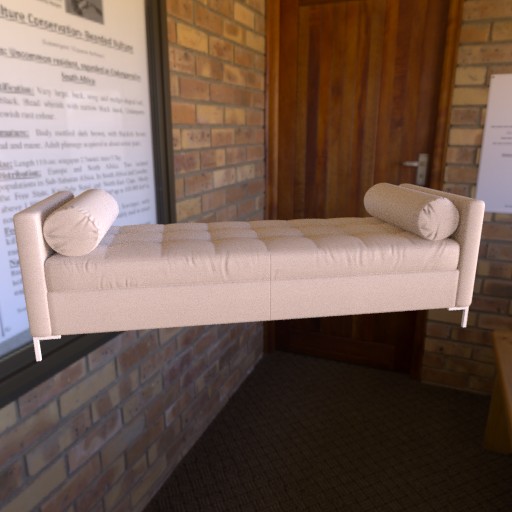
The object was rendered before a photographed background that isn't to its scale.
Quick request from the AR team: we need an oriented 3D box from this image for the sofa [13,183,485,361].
[{"bbox_3d":[0.000,0.000,2.226,1.981,0.635,0.686,-3,16,-9],"label":"sofa"}]
